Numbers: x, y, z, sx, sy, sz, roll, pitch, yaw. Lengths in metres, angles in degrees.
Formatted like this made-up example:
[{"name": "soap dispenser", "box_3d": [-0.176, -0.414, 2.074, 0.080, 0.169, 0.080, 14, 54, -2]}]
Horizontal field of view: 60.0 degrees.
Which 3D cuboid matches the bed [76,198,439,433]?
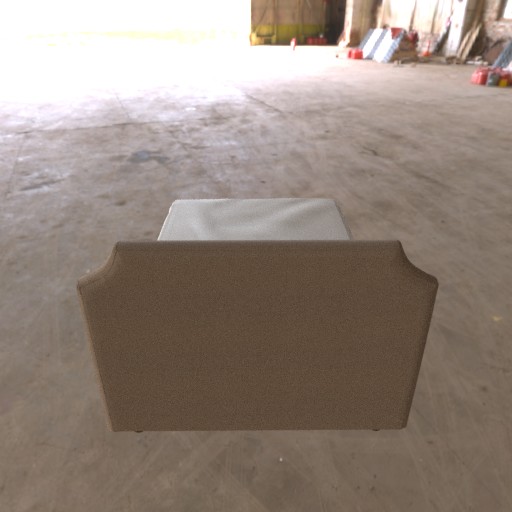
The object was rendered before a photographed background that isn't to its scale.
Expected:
[{"name": "bed", "box_3d": [0.000, 0.000, 3.329, 1.828, 1.303, 2.164, 0, 29, 0]}]
